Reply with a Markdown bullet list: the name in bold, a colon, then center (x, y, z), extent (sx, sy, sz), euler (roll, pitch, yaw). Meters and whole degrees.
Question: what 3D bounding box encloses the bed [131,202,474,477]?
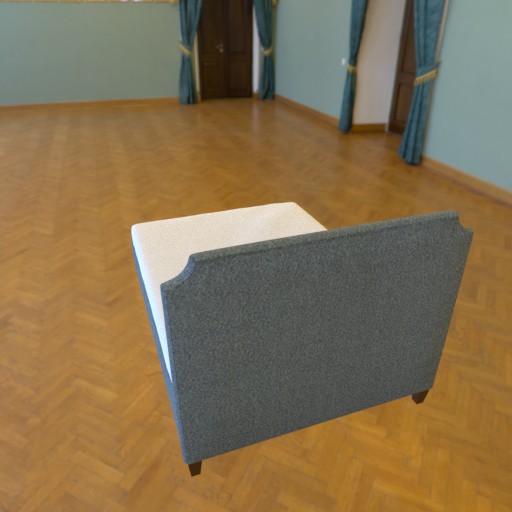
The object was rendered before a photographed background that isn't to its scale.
- **bed**: center (0.000, 0.000, 3.390), extent (1.712, 1.443, 2.372), euler (-10, 30, -18)
